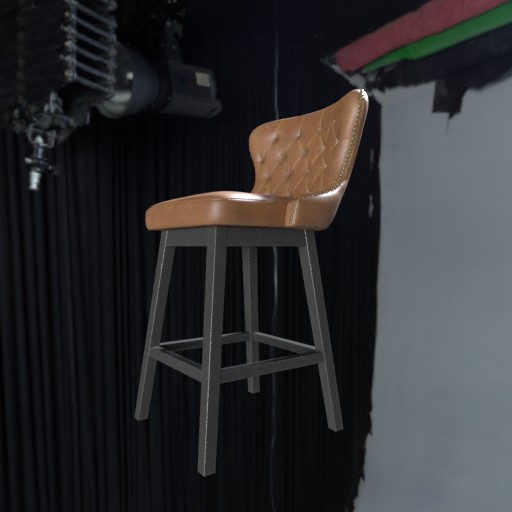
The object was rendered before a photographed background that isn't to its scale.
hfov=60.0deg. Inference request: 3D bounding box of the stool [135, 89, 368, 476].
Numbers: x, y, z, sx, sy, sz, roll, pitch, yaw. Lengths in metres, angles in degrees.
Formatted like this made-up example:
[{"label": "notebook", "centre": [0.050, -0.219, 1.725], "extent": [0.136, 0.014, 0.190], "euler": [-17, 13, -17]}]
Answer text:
[{"label": "stool", "centre": [0.000, 0.000, 1.324], "extent": [0.593, 0.971, 0.528], "euler": [-1, 1, -36]}]
